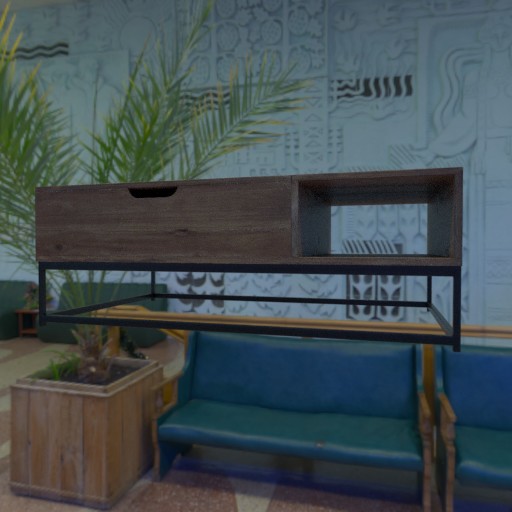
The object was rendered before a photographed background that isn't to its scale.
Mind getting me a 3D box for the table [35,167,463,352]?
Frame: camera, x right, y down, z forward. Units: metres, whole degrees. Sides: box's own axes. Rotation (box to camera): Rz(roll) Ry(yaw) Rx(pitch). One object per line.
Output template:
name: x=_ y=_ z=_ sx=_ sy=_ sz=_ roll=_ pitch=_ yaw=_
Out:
table: x=0.000 y=0.000 z=1.405 sx=1.101 sy=0.395 sz=0.655 roll=0 pitch=1 yaw=16
